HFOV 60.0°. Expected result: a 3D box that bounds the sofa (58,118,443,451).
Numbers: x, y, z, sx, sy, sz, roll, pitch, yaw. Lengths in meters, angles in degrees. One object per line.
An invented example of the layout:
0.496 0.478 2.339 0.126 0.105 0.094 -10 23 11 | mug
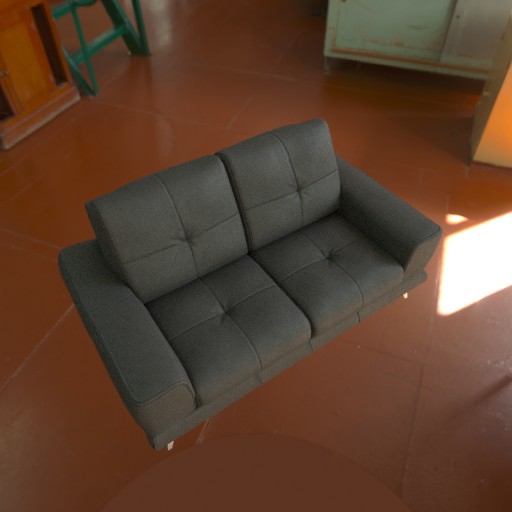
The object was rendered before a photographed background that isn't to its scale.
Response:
0.000 0.000 2.345 1.806 0.907 1.018 -26 52 -23 | sofa
